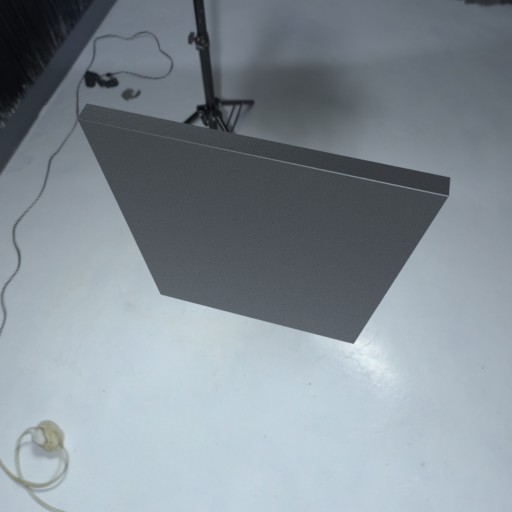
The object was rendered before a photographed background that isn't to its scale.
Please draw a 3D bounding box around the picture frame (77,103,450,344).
[{"bbox_3d":[0.000,0.000,0.782,0.460,0.556,0.028,13,62,7],"label":"picture frame"}]
